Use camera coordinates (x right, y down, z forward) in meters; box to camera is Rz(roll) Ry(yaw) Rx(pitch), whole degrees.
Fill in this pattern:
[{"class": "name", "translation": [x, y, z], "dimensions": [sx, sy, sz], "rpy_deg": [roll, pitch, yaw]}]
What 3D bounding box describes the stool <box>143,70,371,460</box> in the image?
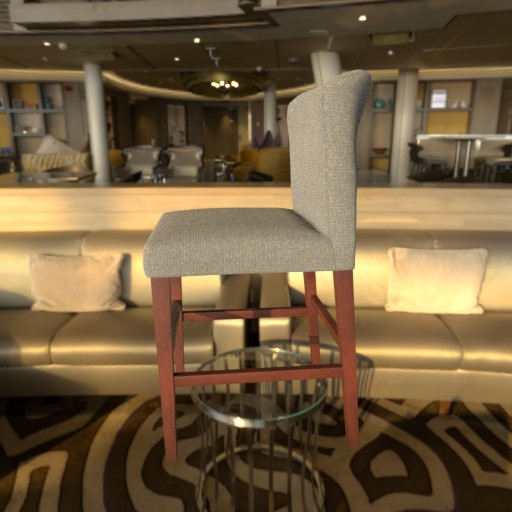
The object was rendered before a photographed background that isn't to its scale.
[{"class": "stool", "translation": [0.000, 0.000, 1.257], "dimensions": [0.568, 0.968, 0.479], "rpy_deg": [-2, 15, -6]}]
